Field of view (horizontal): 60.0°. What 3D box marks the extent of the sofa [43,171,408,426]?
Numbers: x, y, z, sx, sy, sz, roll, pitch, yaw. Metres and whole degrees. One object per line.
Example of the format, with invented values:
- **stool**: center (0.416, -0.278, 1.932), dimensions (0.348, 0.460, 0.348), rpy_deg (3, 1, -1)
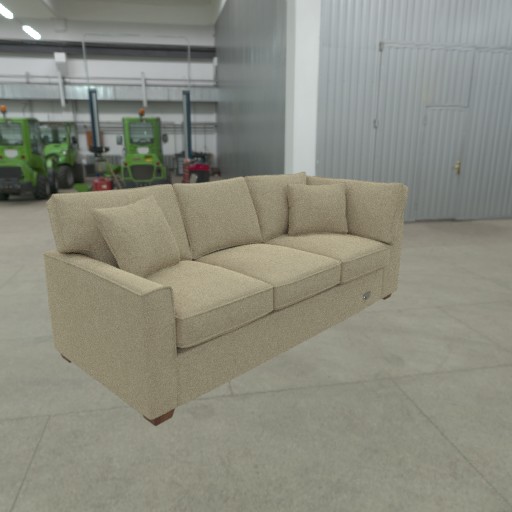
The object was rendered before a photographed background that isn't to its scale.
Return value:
- **sofa**: center (0.000, 0.000, 2.912), dimensions (1.061, 0.962, 2.317), rpy_deg (14, 20, 42)
